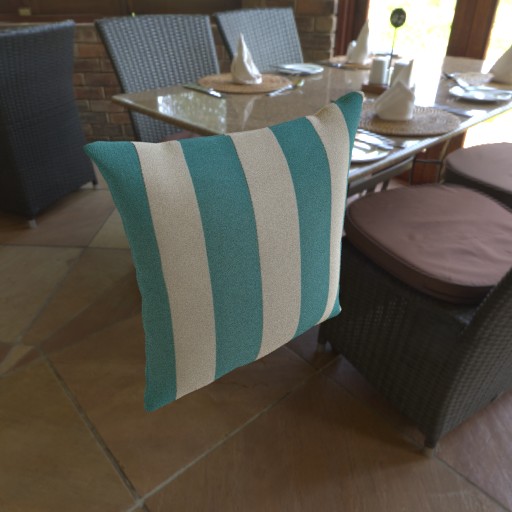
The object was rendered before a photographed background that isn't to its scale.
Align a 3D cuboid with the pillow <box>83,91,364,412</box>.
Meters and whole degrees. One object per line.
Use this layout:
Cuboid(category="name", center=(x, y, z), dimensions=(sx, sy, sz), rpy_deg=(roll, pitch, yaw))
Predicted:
Cuboid(category="pillow", center=(0.000, 0.000, 0.826), dimensions=(0.536, 0.526, 0.189), rpy_deg=(-23, 38, -32))
